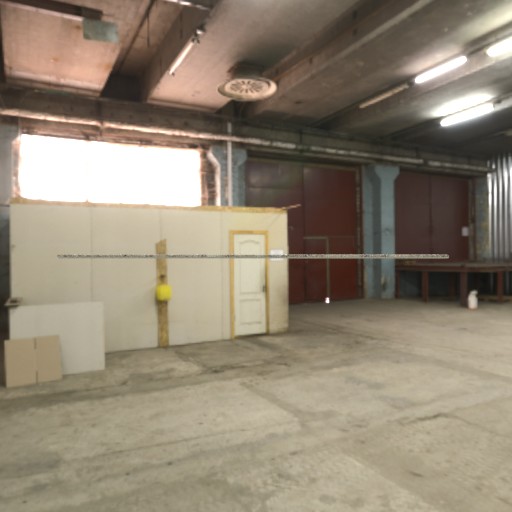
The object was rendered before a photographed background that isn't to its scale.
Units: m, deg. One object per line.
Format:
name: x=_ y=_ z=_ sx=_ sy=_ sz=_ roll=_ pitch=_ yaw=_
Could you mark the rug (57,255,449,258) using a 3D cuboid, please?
rug: x=0.000 y=0.000 z=2.858 sx=1.521 sy=0.015 sz=2.280 roll=0 pitch=0 yaw=1
